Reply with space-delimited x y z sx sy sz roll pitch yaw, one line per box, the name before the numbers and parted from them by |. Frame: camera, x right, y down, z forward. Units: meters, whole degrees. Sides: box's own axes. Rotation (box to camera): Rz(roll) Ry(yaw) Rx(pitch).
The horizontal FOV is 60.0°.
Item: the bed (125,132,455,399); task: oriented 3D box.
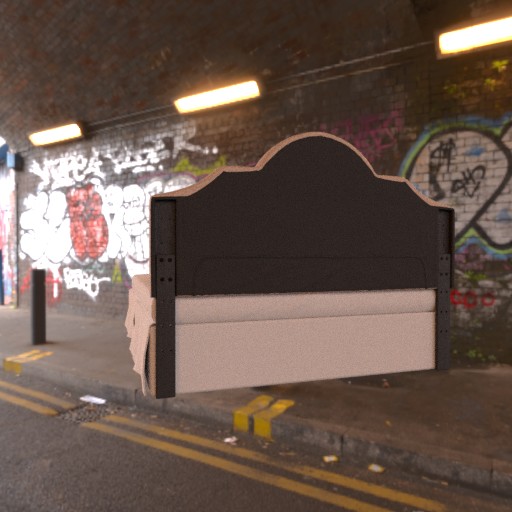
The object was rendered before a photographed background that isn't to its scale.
bed | 0.000 0.000 3.024 1.667 1.194 1.970 0 1 -18
